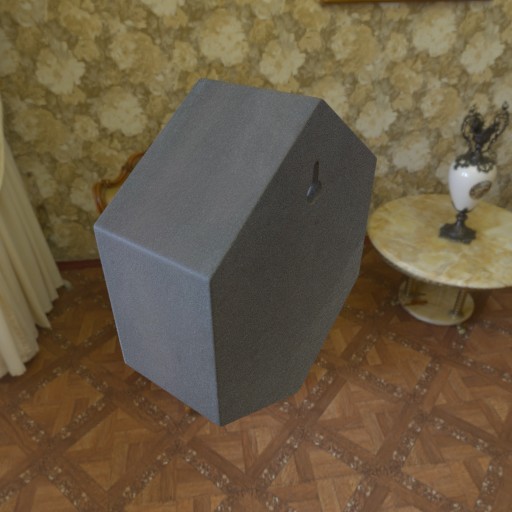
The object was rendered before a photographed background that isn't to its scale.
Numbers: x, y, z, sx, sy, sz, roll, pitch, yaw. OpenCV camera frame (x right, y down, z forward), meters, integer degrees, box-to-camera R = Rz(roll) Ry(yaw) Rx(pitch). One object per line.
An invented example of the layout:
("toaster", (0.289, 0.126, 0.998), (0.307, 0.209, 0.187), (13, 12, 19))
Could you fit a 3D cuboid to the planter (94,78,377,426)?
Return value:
("planter", (0.000, 0.000, 0.283), (0.077, 0.206, 0.169), (22, 39, 29))
